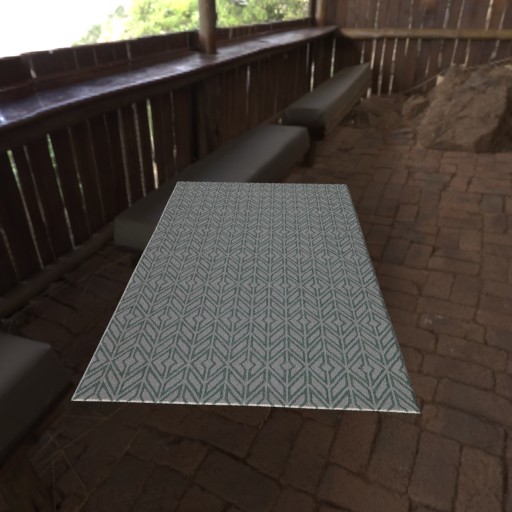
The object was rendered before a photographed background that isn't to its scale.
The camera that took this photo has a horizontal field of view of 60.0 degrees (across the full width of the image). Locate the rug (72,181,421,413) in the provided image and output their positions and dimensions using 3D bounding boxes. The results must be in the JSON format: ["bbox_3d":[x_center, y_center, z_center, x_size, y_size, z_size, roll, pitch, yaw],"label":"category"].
[{"bbox_3d":[0.000,0.000,2.946,1.517,0.011,2.435,1,32,2],"label":"rug"}]
